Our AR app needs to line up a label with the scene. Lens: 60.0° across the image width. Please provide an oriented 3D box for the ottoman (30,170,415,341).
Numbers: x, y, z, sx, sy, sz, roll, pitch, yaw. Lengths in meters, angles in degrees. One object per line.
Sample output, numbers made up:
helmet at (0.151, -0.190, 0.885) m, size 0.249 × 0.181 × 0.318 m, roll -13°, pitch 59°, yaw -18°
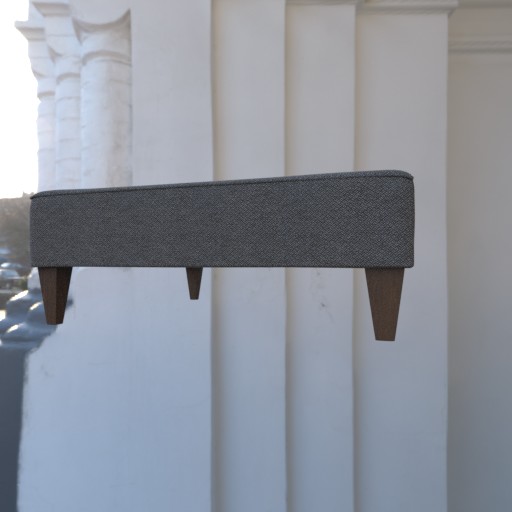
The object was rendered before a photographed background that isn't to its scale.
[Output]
ottoman at (0.000, 0.000, 1.484) m, size 0.970 × 0.378 × 0.981 m, roll 0°, pitch -1°, yaw 17°
